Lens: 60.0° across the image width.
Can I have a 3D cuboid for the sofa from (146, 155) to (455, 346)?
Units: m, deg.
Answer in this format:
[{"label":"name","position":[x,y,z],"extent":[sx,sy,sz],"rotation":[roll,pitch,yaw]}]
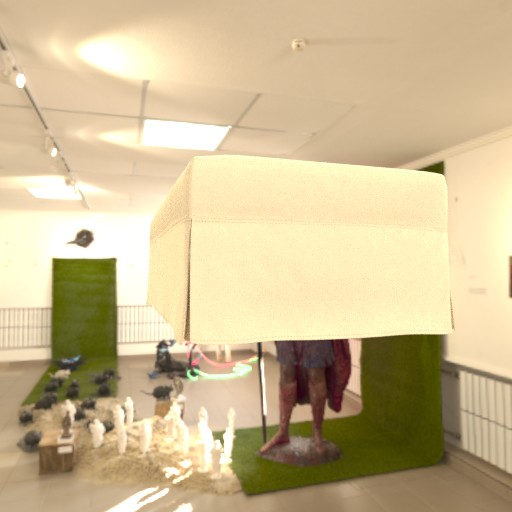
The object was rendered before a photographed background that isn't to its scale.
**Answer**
[{"label":"sofa","position":[0.000,0.000,2.121],"extent":[0.939,0.552,1.677],"rotation":[1,-2,-17]}]
